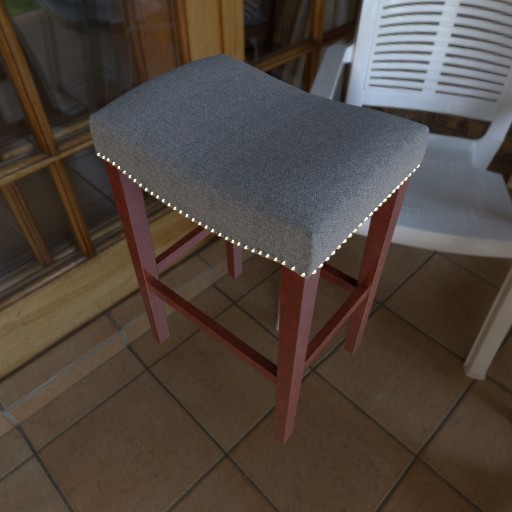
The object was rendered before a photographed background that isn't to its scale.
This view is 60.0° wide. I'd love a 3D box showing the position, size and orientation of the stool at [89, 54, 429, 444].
[{"bbox_3d":[0.000,0.000,1.029,0.504,0.742,0.372,31,54,26],"label":"stool"}]
